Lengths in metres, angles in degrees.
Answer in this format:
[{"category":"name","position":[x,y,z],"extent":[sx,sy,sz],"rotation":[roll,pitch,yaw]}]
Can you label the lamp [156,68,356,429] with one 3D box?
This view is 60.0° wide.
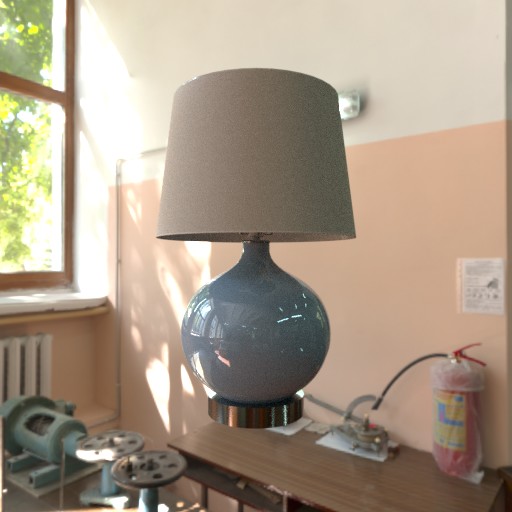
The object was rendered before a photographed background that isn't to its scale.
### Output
[{"category":"lamp","position":[0.000,0.000,0.557],"extent":[0.247,0.387,0.247],"rotation":[0,-1,0]}]
